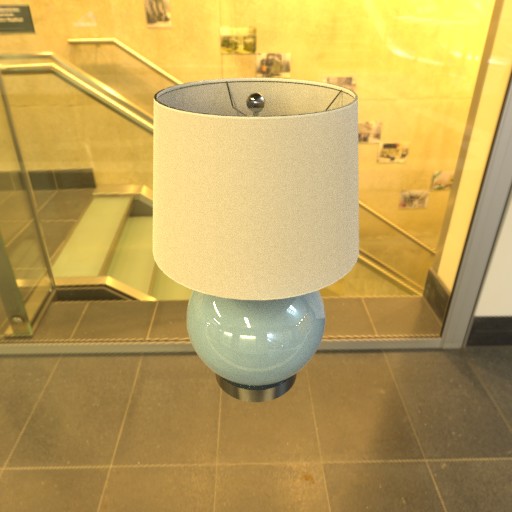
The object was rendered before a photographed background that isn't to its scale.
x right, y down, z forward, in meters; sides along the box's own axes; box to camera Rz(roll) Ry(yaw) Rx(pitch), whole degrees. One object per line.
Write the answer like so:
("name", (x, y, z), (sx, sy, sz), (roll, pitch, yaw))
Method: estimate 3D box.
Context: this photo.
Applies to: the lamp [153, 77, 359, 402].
("lamp", (0.000, 0.000, 0.551), (0.247, 0.387, 0.247), (0, 30, 0))
